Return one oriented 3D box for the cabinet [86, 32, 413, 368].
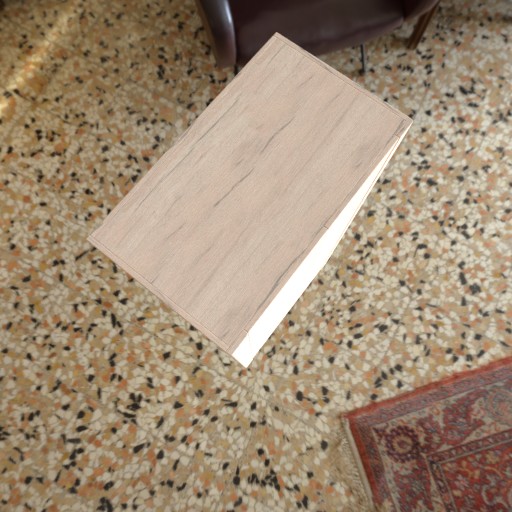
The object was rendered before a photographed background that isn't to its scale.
[{"bbox_3d":[0.000,0.000,2.360,0.580,1.930,0.980,37,78,9],"label":"cabinet"}]
